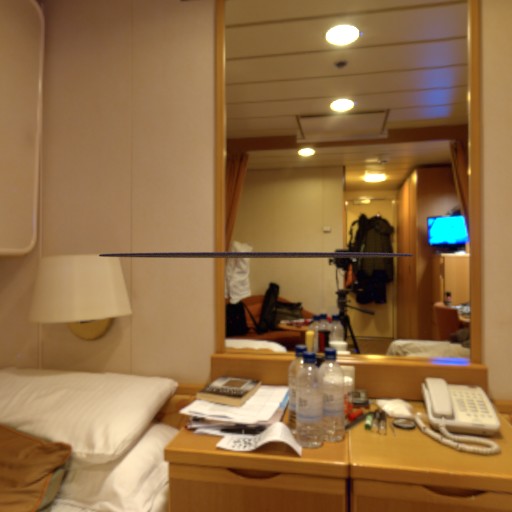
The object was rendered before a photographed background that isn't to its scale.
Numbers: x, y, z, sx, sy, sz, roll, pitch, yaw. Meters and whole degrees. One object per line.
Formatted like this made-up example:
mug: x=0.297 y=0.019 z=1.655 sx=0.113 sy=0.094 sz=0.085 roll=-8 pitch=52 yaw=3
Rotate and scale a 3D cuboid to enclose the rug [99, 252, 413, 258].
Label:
rug: x=0.000 y=0.000 z=3.570 sx=2.386 sy=0.014 sz=2.386 roll=0 pitch=-1 yaw=0
